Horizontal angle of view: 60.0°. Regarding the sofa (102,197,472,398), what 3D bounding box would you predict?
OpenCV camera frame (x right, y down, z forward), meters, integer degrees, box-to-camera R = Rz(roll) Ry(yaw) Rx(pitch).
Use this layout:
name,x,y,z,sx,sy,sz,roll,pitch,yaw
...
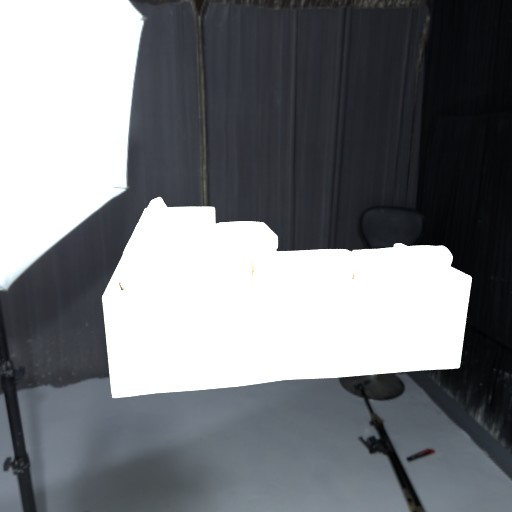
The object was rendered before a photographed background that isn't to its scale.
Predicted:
name,x,y,z,sx,sy,sz,roll,pitch,yaw
sofa,0.000,0.000,4.520,2.427,0.882,3.460,-2,15,-9
